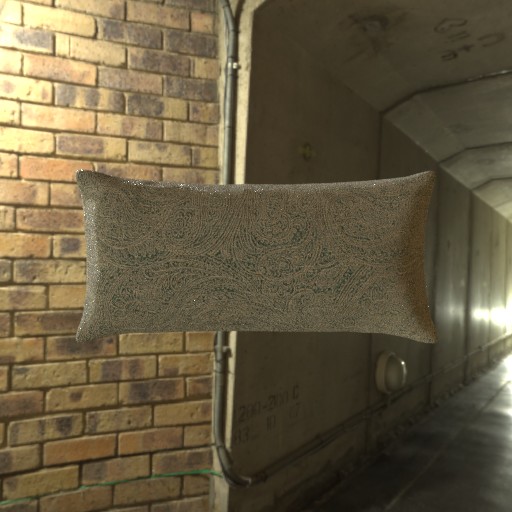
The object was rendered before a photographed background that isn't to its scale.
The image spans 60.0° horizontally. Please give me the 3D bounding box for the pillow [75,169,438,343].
[{"bbox_3d":[0.000,0.000,0.756,0.615,0.295,0.151,0,-2,0],"label":"pillow"}]
